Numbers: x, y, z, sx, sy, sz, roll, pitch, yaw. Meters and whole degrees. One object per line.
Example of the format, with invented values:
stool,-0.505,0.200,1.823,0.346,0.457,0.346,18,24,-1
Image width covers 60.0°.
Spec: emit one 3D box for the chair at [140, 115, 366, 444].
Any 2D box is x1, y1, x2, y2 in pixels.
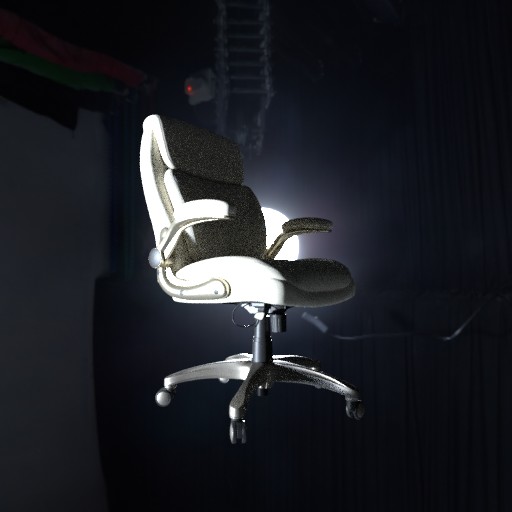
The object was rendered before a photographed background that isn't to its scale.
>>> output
chair,0.000,0.000,1.676,0.794,1.110,0.740,-1,-1,33
